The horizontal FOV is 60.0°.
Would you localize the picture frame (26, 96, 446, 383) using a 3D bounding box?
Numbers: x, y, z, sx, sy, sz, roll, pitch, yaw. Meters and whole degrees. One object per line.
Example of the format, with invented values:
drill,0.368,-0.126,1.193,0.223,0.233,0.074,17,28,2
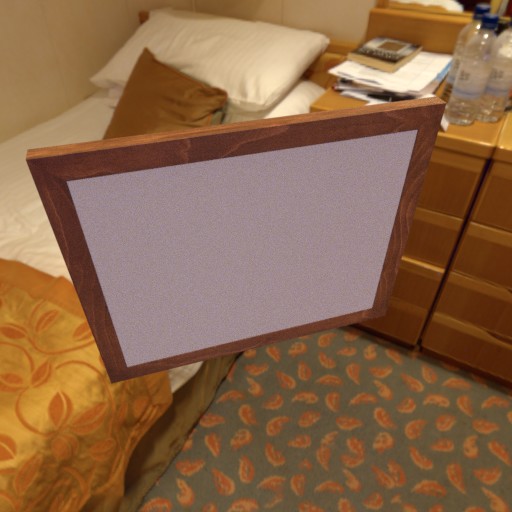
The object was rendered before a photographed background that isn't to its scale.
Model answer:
picture frame,0.000,0.000,0.728,0.559,0.457,0.025,-11,43,-13
